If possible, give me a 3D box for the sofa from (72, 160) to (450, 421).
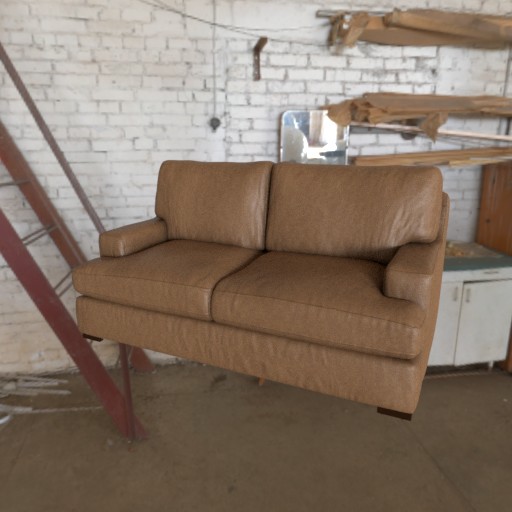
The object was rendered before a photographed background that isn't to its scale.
[{"bbox_3d":[0.000,0.000,2.403,1.855,0.980,0.962,7,16,25],"label":"sofa"}]
